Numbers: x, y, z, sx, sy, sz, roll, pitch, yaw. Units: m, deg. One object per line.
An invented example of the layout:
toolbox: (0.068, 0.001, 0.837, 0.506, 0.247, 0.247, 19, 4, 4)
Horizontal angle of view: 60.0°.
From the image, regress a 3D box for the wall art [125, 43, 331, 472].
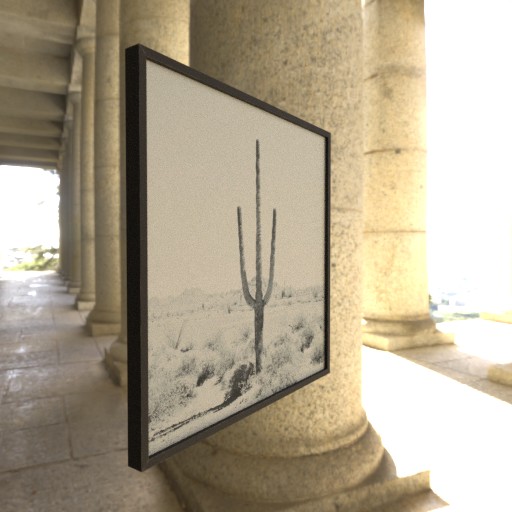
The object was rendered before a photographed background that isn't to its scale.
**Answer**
wall art: (0.000, 0.000, 1.108, 0.038, 0.762, 0.762, 1, 2, 35)
